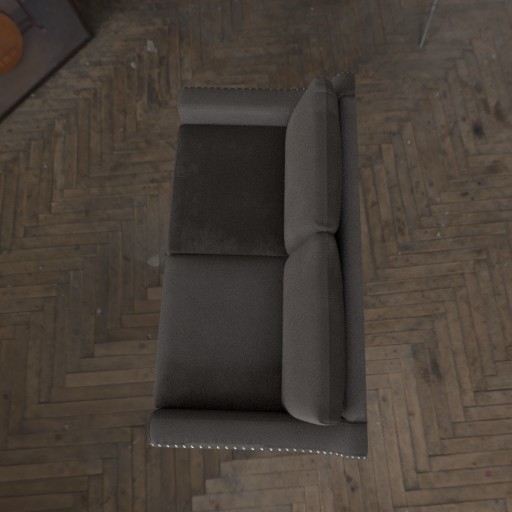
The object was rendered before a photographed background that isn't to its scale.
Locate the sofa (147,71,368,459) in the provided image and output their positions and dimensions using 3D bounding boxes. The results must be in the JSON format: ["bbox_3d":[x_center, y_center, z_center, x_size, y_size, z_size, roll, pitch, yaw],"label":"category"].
[{"bbox_3d":[0.000,0.000,3.202,1.336,1.196,2.550,2,74,0],"label":"sofa"}]
